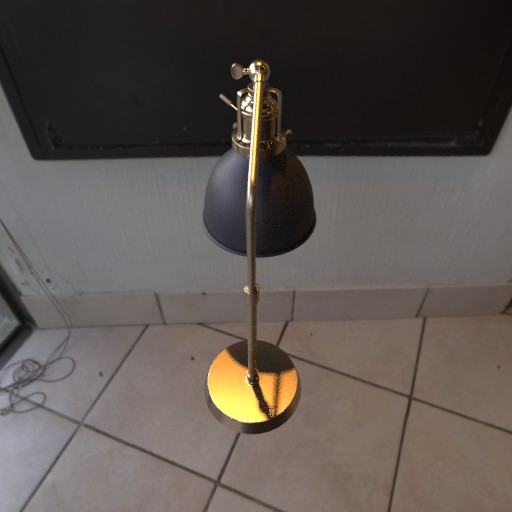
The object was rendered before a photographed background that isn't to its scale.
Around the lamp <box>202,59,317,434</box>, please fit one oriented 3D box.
[{"bbox_3d":[0.000,0.000,0.582,0.160,0.456,0.291,3,47,2],"label":"lamp"}]
